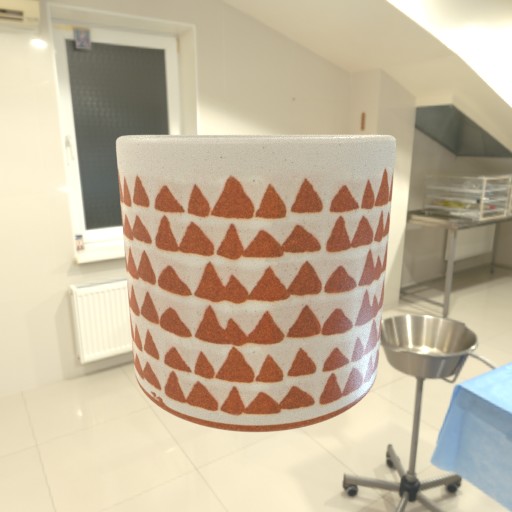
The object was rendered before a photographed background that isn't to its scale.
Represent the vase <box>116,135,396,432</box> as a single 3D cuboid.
[{"bbox_3d":[0.000,0.000,0.242,0.137,0.127,0.137,0,15,0],"label":"vase"}]
